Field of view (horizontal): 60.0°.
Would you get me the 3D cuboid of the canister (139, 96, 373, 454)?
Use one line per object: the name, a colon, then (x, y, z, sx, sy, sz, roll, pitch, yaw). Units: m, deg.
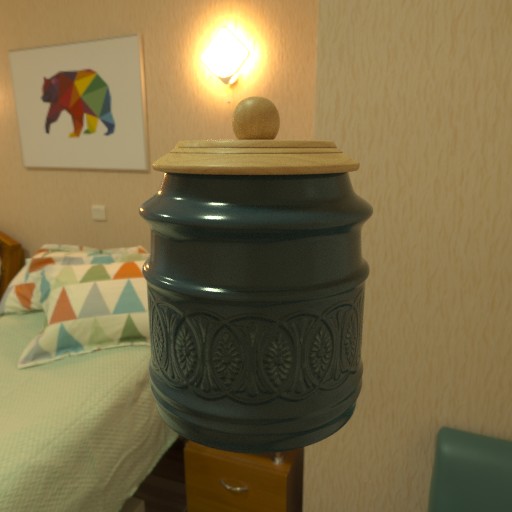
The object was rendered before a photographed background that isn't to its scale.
canister: (0.000, 0.000, 0.260, 0.130, 0.176, 0.130, 0, 14, 0)
